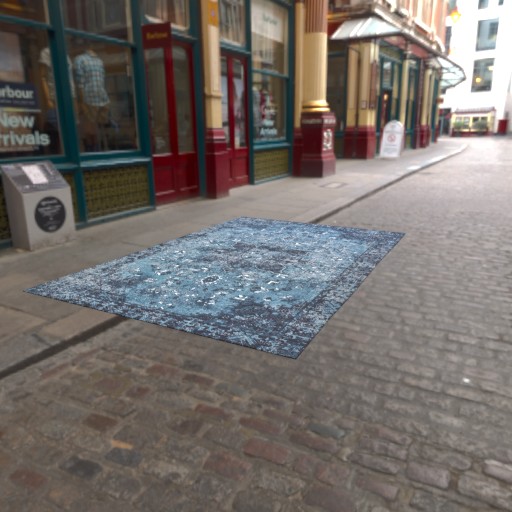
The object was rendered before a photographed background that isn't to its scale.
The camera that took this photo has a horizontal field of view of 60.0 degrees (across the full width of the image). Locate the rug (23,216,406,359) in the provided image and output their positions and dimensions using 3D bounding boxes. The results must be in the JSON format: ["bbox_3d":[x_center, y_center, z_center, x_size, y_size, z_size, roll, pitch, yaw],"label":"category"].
[{"bbox_3d":[0.000,0.000,2.338,1.219,0.005,1.828,8,18,26],"label":"rug"}]
